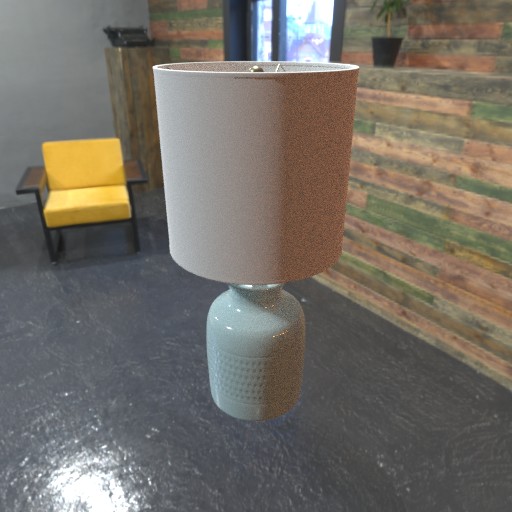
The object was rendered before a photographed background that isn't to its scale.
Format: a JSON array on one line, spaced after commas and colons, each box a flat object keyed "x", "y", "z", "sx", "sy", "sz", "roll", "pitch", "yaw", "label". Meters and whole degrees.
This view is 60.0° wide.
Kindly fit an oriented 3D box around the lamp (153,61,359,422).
[{"x": 0.000, "y": 0.000, "z": 1.104, "sx": 0.418, "sy": 0.871, "sz": 0.418, "roll": -17, "pitch": 31, "yaw": -31, "label": "lamp"}]
